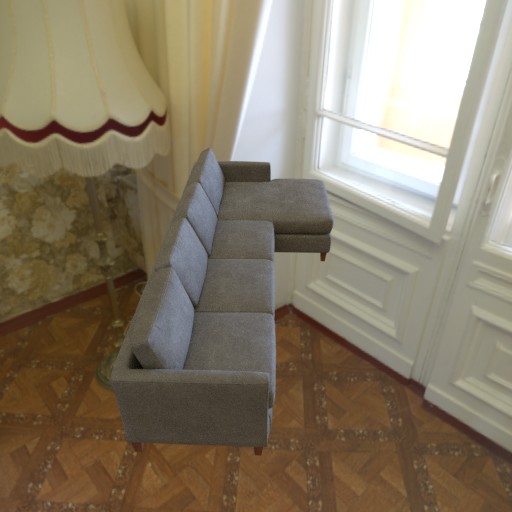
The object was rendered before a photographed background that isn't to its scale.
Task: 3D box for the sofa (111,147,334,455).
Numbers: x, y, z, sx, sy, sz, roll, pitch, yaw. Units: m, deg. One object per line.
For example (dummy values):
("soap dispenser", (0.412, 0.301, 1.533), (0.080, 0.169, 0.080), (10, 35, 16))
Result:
("sofa", (0.000, 0.000, 4.078), (1.604, 0.950, 3.471), (1, 33, 1))
